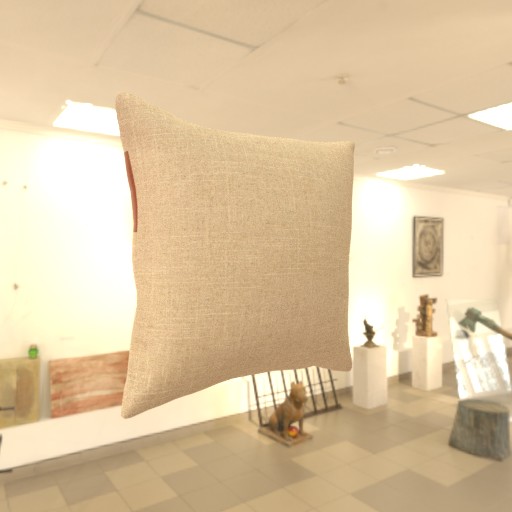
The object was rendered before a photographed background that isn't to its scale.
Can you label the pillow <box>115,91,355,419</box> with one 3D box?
[{"bbox_3d":[0.000,0.000,0.655,0.414,0.399,0.173,0,0,-35],"label":"pillow"}]
